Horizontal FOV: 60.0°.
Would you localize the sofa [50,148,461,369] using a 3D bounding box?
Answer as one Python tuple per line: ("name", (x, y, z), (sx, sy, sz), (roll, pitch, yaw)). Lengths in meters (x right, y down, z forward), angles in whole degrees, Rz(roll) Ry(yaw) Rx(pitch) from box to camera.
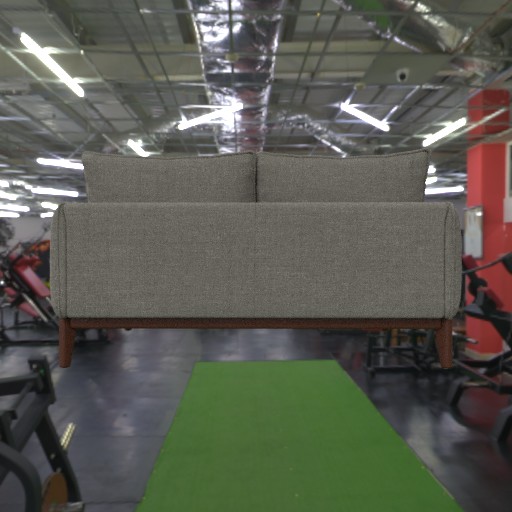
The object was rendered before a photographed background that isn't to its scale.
("sofa", (0.000, 0.000, 2.114), (1.580, 0.851, 0.972), (0, 0, 1))
